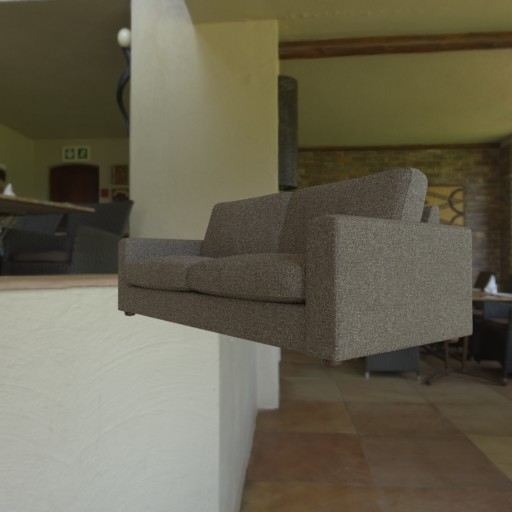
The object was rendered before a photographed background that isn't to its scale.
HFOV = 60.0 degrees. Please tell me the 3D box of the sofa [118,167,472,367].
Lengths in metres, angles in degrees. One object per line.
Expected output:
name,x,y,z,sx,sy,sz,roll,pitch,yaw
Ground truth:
sofa,0.000,0.000,2.727,1.016,0.873,2.179,1,-1,-37
